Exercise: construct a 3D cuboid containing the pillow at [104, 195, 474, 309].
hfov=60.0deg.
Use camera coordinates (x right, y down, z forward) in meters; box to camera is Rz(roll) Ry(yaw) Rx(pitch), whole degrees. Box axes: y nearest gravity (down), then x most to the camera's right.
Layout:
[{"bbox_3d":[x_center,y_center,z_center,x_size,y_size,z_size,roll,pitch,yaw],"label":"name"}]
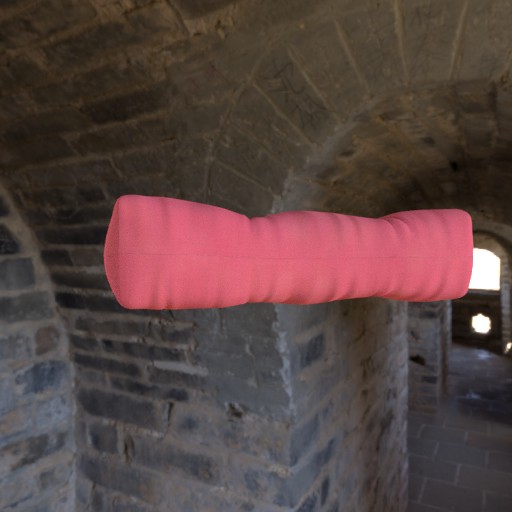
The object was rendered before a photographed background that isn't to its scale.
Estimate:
[{"bbox_3d":[0.000,0.000,0.732,0.468,0.128,0.490,0,0,-18],"label":"pillow"}]
